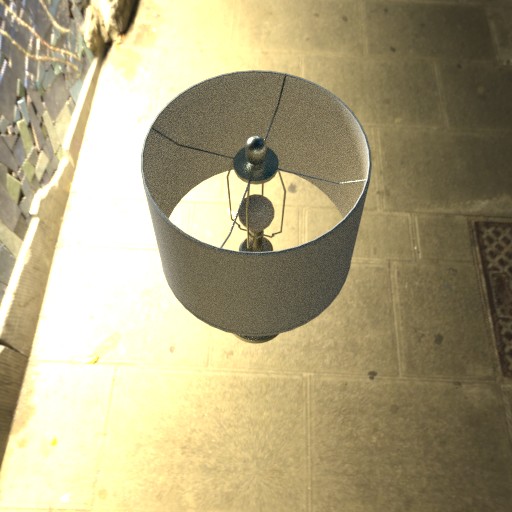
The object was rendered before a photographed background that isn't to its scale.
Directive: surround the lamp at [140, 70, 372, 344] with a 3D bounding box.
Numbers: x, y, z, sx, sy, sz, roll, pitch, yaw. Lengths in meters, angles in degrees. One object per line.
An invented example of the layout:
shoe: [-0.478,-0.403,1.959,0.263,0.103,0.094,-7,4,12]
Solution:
lamp: [0.000,0.000,0.943,0.383,0.733,0.383,0,64,0]
